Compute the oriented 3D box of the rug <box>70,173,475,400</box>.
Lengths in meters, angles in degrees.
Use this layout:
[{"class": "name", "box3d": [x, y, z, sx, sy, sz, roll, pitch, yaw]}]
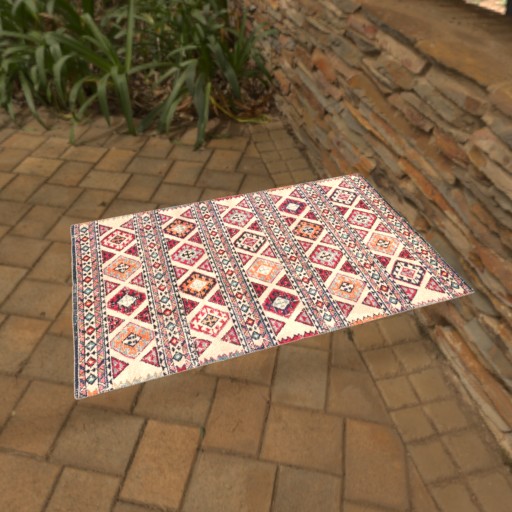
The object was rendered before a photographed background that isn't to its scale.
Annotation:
[{"class": "rug", "box3d": [0.000, 0.000, 3.075, 2.440, 0.010, 1.545, -12, 43, -14]}]
